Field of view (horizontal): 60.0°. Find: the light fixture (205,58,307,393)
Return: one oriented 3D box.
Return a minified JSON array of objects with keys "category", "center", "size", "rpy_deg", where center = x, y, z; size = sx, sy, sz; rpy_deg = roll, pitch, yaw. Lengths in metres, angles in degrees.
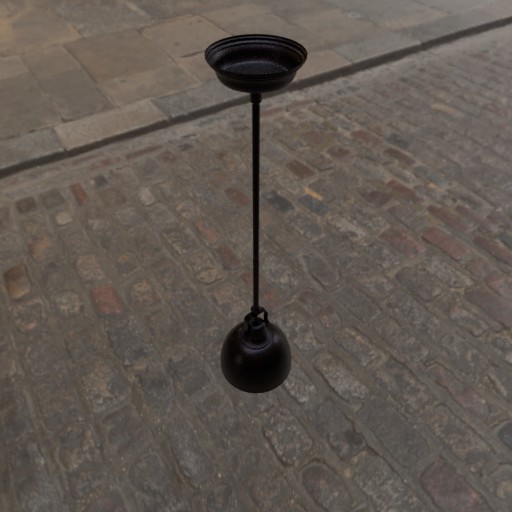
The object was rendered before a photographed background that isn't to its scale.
[{"category":"light fixture","center":[0.000,0.000,0.860],"size":[0.182,0.768,0.182],"rpy_deg":[-25,51,-23]}]
